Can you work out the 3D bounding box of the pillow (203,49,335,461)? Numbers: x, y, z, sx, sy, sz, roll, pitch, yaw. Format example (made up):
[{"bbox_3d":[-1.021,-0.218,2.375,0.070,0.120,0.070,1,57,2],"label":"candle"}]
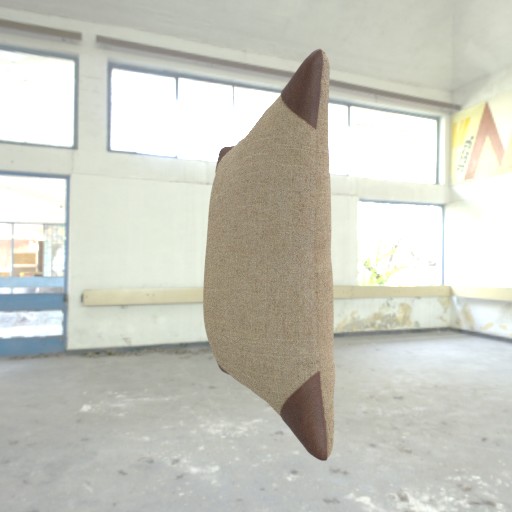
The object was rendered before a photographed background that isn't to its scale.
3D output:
[{"bbox_3d":[0.000,0.000,0.678,0.147,0.448,0.437,1,-2,-20],"label":"pillow"}]
